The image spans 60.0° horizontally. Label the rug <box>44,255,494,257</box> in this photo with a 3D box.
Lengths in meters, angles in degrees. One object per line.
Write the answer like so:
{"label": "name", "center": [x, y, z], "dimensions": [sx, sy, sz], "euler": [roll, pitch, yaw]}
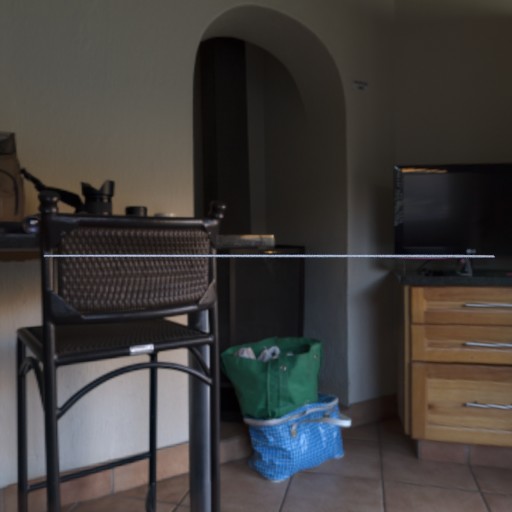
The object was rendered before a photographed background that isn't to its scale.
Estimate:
{"label": "rug", "center": [0.000, 0.000, 2.676], "dimensions": [2.435, 0.009, 0.750], "euler": [0, 0, 16]}
